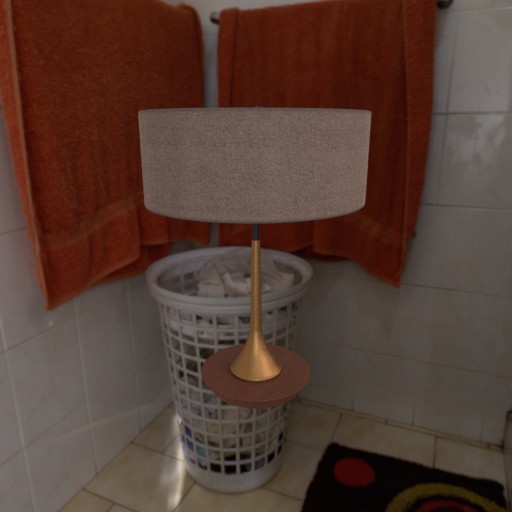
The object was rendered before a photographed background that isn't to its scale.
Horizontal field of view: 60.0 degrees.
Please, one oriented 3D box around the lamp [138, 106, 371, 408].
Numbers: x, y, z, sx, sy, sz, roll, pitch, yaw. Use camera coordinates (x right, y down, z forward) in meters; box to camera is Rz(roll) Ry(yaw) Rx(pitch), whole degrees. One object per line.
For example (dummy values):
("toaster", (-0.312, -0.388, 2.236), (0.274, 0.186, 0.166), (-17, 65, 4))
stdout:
("lamp", (0.000, 0.000, 0.860), (0.396, 0.551, 0.417), (8, 18, 25))
